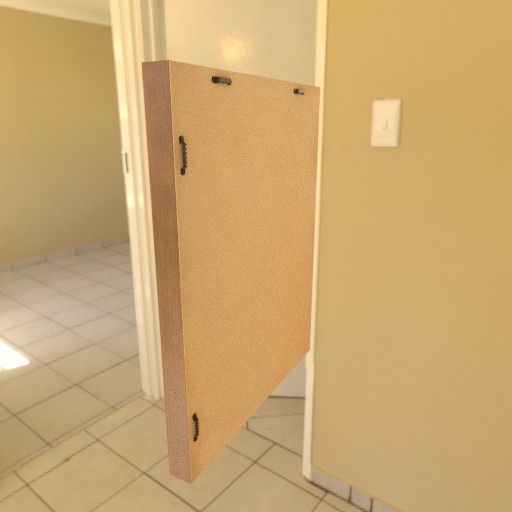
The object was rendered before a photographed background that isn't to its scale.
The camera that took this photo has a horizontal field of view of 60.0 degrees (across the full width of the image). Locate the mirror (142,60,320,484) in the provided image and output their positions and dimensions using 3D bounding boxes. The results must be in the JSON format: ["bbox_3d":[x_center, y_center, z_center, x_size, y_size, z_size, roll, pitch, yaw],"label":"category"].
[{"bbox_3d":[0.000,0.000,0.680,0.041,0.509,0.406,9,19,28],"label":"mirror"}]
